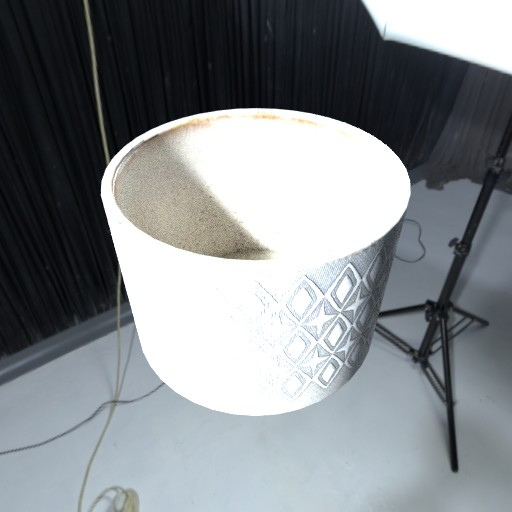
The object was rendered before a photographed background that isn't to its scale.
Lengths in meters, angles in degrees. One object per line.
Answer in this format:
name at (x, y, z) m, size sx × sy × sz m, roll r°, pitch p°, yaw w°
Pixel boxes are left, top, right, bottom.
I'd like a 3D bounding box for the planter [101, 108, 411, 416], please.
planter at (0.000, 0.000, 0.322) m, size 0.186 × 0.144 × 0.186 m, roll 0°, pitch 41°, yaw 0°
